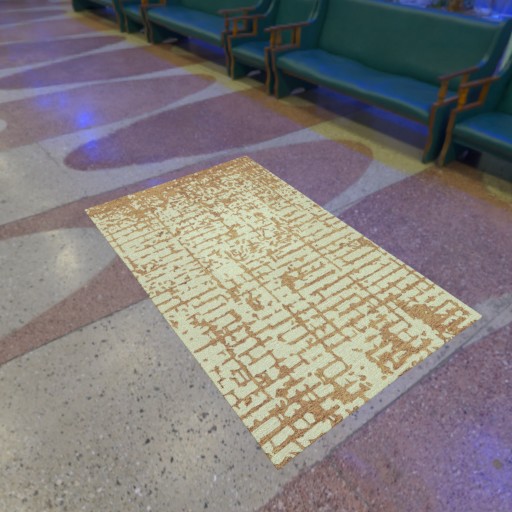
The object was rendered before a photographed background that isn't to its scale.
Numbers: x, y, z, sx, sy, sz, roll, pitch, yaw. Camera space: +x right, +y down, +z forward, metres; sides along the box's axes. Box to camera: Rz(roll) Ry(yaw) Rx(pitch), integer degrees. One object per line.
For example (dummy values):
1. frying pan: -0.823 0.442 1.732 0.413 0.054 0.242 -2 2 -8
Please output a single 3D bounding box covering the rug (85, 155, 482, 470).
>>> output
1. rug: 0.000 0.000 3.007 1.517 0.011 2.435 -25 46 -26
